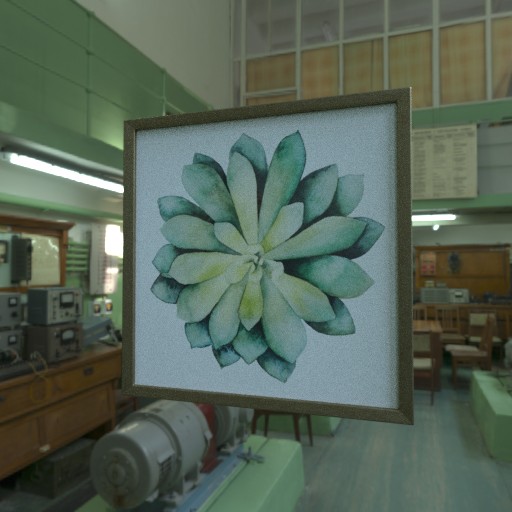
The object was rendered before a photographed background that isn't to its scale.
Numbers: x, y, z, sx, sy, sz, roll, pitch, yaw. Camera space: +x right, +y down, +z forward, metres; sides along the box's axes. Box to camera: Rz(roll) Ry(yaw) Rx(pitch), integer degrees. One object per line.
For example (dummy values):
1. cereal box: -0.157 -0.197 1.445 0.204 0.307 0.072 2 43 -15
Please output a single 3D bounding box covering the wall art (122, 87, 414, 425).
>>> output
1. wall art: 0.000 0.000 0.757 0.503 0.506 0.040 0 -1 18
